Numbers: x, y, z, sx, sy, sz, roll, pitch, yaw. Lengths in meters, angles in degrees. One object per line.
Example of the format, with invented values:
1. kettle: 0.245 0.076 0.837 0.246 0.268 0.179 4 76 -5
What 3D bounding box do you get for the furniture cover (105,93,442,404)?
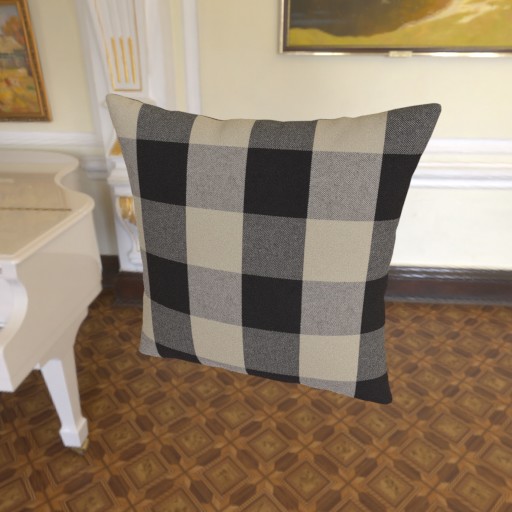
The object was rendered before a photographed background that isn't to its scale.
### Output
1. furniture cover: 0.000 0.000 0.754 0.511 0.509 0.161 7 26 16
